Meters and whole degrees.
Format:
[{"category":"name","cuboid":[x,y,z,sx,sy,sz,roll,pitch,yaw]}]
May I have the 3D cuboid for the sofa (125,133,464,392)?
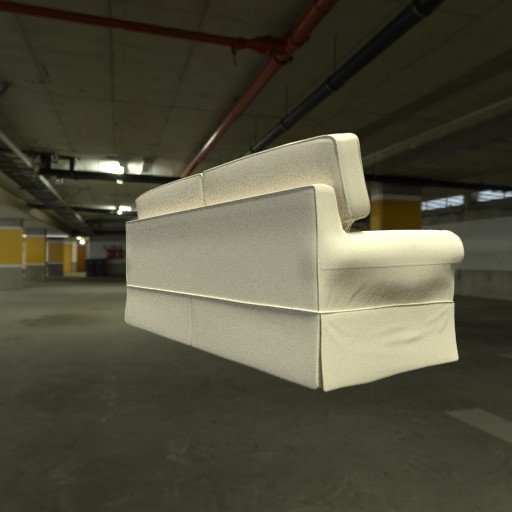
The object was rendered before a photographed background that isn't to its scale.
[{"category":"sofa","cuboid":[0.000,0.000,2.521,0.862,0.937,2.021,0,-1,-35]}]
